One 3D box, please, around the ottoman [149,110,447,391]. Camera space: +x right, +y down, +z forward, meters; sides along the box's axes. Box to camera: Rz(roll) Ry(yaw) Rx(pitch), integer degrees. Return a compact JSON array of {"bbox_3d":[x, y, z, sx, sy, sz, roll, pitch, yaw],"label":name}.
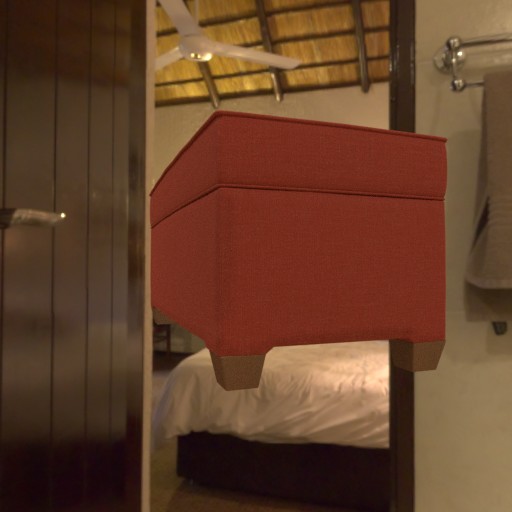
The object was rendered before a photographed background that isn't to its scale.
[{"bbox_3d":[0.000,0.000,1.208,0.497,0.454,0.948,0,-1,-20],"label":"ottoman"}]
